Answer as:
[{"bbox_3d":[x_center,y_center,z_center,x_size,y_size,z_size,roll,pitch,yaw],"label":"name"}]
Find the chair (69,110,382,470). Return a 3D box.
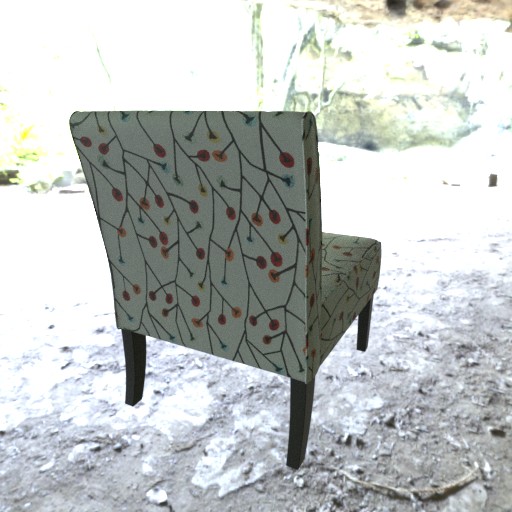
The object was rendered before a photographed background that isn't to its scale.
[{"bbox_3d":[0.000,0.000,1.296,0.597,0.813,0.732,9,21,26],"label":"chair"}]
